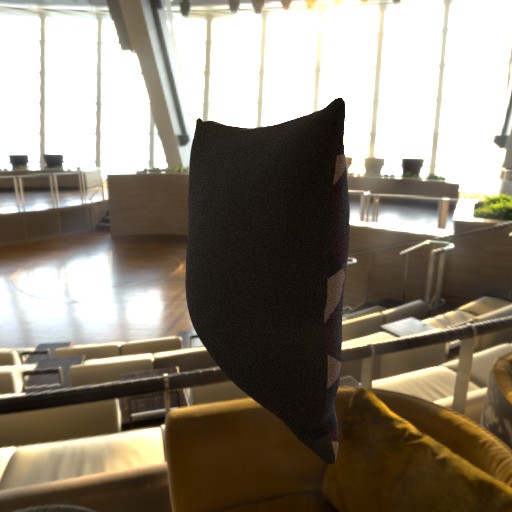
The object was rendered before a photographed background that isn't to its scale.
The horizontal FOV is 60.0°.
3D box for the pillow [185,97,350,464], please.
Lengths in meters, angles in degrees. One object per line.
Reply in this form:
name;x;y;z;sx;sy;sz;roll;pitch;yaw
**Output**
pillow;0.000;0.000;0.781;0.208;0.496;0.503;-8;17;-26
